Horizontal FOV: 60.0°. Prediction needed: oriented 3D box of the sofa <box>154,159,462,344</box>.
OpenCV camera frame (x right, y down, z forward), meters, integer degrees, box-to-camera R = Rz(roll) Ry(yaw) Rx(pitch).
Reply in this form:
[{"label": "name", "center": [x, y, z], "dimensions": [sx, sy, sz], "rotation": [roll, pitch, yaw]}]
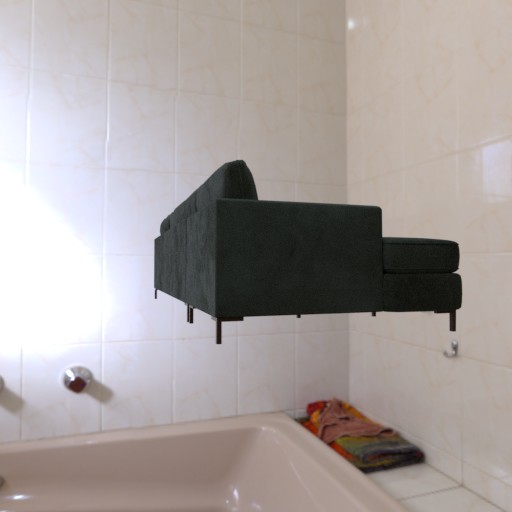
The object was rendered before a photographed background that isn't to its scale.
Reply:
[{"label": "sofa", "center": [0.000, 0.000, 4.001], "dimensions": [1.500, 0.967, 3.400], "rotation": [0, -2, -18]}]
